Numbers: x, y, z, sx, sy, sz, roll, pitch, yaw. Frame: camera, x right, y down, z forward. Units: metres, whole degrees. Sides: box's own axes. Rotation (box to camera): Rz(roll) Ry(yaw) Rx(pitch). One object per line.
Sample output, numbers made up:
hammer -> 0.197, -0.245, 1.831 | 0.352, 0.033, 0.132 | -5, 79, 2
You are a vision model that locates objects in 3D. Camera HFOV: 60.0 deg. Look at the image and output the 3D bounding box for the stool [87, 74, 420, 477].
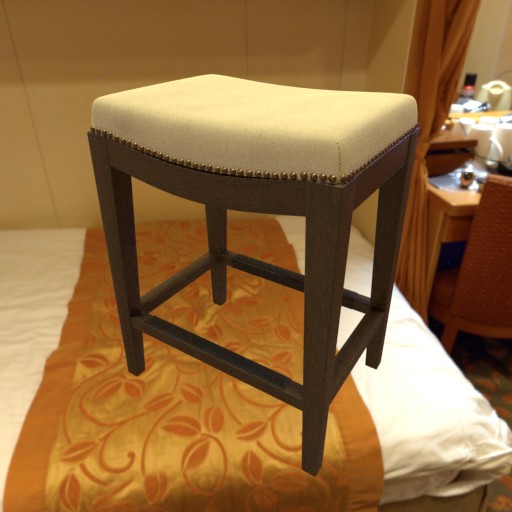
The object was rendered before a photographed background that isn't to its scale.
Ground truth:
stool -> 0.000, 0.000, 0.921 | 0.500, 0.642, 0.361 | 18, 35, 28
